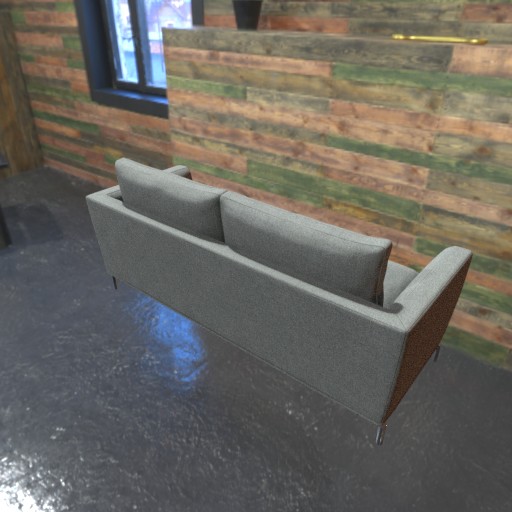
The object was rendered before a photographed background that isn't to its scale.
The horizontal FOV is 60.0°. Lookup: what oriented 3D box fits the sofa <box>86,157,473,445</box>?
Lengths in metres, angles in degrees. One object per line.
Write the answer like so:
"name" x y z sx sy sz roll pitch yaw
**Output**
"sofa" 0.000 0.000 2.711 2.212 1.002 0.869 22 36 33
